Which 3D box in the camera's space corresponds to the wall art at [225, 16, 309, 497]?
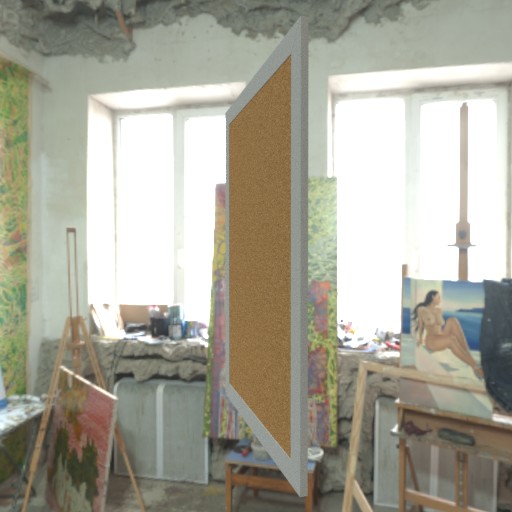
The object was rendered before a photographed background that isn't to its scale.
[{"bbox_3d":[0.000,0.000,0.824,0.011,0.659,0.454,0,1,-17],"label":"wall art"}]
